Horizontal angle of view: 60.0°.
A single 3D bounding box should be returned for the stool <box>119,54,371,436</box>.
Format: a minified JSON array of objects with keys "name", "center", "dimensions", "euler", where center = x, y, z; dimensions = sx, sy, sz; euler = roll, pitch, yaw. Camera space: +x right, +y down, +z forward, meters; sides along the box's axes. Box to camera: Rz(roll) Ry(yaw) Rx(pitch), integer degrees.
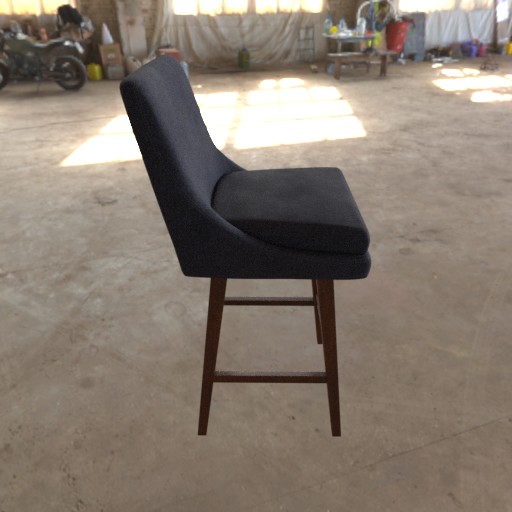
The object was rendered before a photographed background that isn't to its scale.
[{"name":"stool","center":[0.000,0.000,1.329],"dimensions":[0.572,1.068,0.489],"euler":[0,31,0]}]
